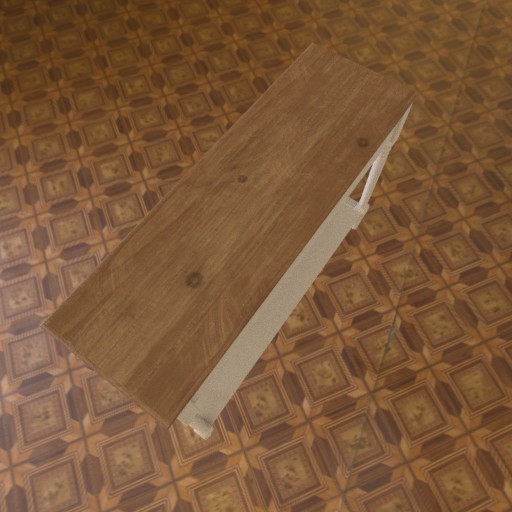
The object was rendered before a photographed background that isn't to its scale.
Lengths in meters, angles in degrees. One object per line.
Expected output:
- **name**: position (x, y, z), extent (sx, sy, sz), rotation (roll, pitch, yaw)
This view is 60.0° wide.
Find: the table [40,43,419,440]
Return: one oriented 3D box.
- **table**: position (0.000, 0.000, 1.573), extent (0.399, 0.800, 1.219), rotation (32, 68, 15)
